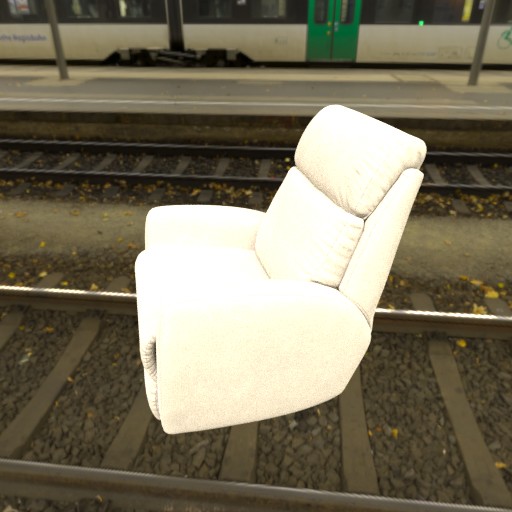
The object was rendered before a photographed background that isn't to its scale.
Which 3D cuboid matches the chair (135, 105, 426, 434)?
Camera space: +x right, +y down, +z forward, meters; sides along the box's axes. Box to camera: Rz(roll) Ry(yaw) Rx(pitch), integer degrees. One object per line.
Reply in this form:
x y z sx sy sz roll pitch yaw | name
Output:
0.000 0.000 1.711 0.941 1.015 0.812 -8 30 -13 | chair
